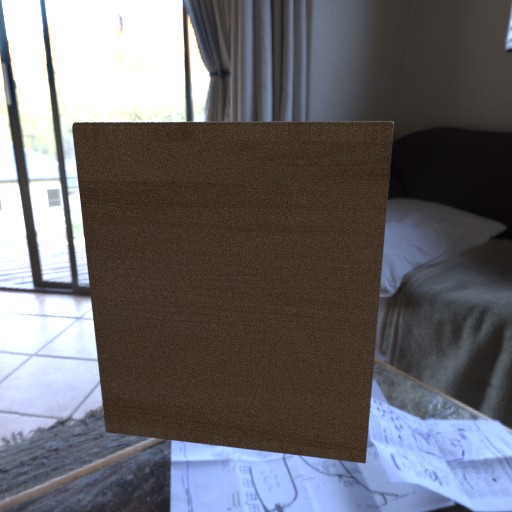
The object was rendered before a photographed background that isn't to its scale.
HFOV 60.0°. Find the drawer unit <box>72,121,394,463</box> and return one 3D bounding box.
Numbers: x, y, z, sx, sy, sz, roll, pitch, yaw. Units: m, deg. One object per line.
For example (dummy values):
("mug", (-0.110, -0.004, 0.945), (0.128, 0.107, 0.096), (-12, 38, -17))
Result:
("drawer unit", (0.000, 0.000, 0.600), (0.290, 0.344, 0.344), (3, 16, 9))
